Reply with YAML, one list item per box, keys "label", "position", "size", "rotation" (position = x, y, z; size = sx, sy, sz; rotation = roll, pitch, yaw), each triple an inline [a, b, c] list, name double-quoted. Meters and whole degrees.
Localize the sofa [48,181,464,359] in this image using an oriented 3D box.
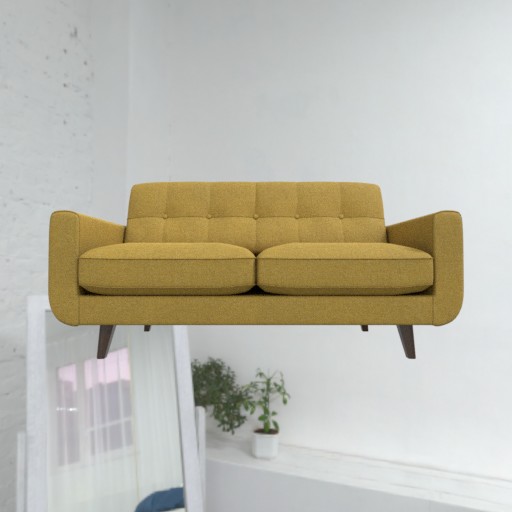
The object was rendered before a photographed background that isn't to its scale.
- label: "sofa"
  position: [0.000, 0.000, 2.158]
  size: [1.631, 0.841, 0.909]
  rotation: [0, -1, 0]
